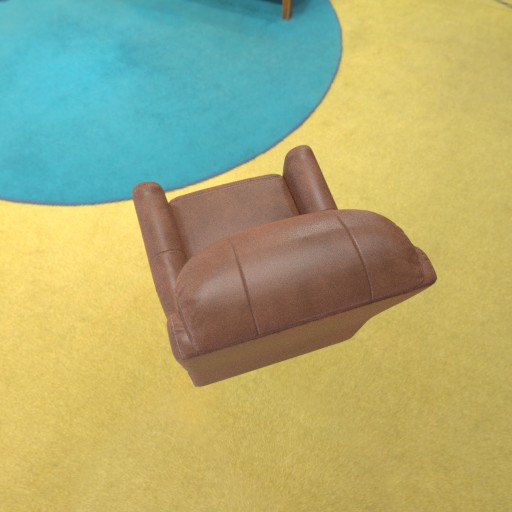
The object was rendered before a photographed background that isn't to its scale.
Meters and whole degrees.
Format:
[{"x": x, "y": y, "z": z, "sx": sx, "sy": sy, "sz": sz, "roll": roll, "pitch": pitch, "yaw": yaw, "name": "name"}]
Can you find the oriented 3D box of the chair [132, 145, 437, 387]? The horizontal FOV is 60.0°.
[{"x": 0.000, "y": 0.000, "z": 1.780, "sx": 0.838, "sy": 1.054, "sz": 1.014, "roll": -15, "pitch": 58, "yaw": -10, "name": "chair"}]
